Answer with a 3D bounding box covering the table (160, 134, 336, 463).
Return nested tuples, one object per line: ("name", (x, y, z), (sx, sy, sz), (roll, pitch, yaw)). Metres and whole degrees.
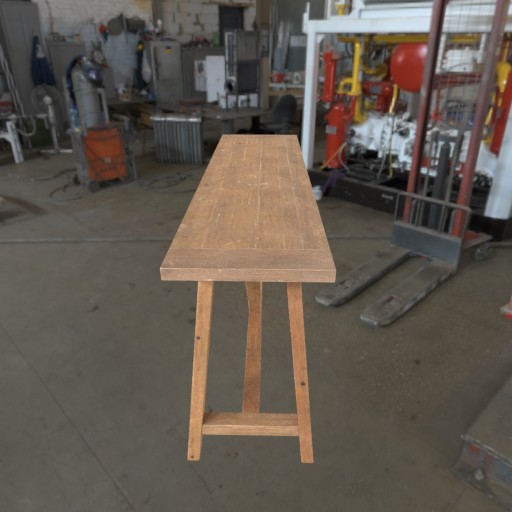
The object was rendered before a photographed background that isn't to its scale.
("table", (0.000, 0.000, 2.154), (0.465, 0.810, 1.800), (1, 26, 1))
